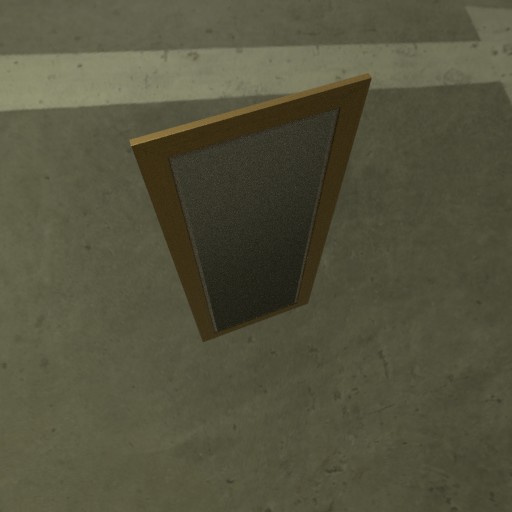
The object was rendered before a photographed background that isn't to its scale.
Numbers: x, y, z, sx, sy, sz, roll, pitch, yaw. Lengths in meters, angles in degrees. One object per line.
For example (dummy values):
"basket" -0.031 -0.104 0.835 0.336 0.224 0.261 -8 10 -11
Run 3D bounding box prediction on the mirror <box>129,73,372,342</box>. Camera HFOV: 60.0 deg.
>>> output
"mirror" 0.000 0.000 2.304 0.812 2.031 0.025 -19 64 -10
